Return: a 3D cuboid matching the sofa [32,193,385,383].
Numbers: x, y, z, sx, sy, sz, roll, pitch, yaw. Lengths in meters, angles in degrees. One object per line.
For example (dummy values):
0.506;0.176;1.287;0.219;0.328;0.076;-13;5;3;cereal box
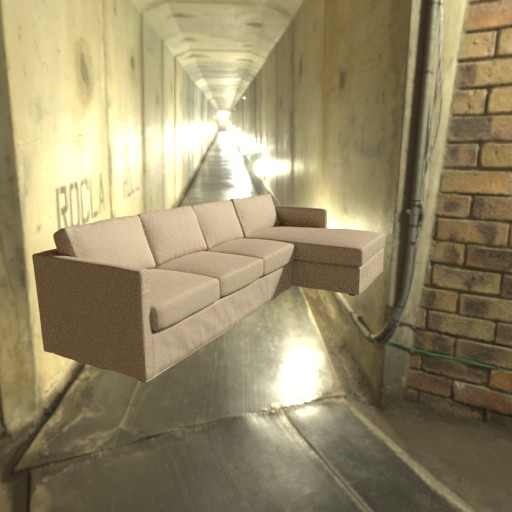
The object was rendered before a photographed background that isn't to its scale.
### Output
0.000;0.000;3.930;1.622;0.871;3.206;7;15;27;sofa
